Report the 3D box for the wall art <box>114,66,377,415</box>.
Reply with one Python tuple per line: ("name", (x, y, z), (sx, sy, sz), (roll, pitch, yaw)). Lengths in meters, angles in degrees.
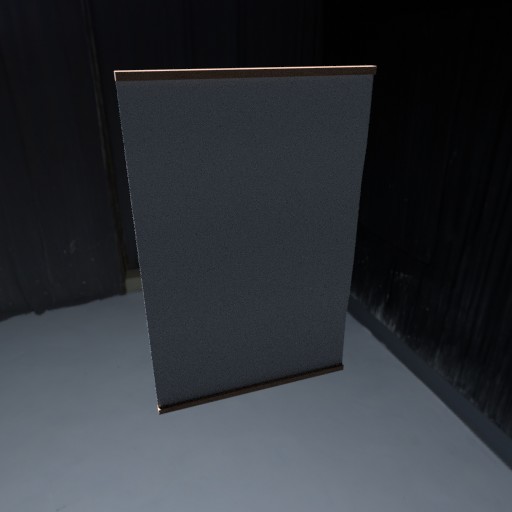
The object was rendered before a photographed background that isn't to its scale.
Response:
("wall art", (0.000, 0.000, 0.652), (0.332, 0.508, 0.012), (-9, 27, -17))
